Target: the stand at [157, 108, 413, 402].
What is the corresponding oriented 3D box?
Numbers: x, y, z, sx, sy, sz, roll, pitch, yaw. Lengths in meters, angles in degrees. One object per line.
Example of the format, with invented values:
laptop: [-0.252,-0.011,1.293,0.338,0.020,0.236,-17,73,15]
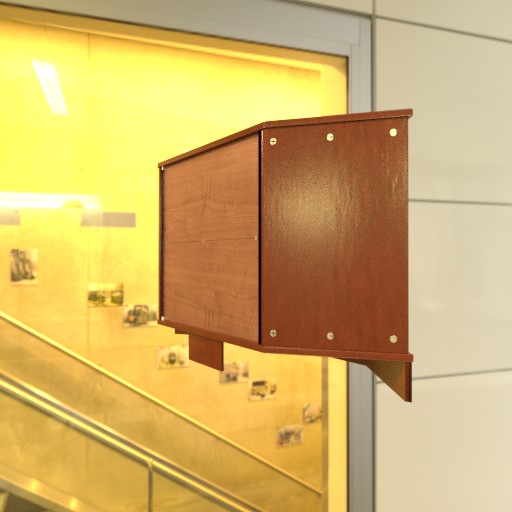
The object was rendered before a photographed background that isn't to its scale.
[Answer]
stand: [0.000,0.000,1.347,0.381,0.614,1.072,0,0,-37]
